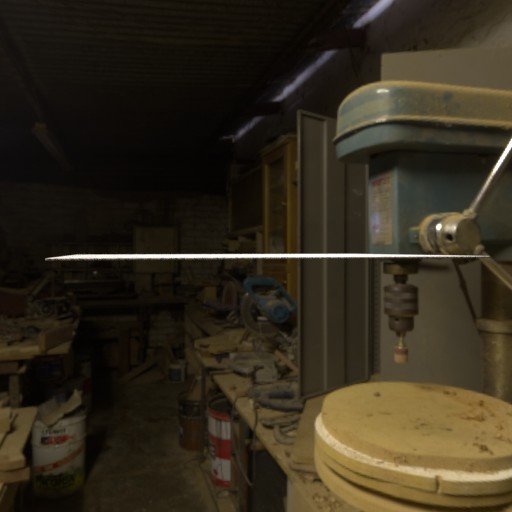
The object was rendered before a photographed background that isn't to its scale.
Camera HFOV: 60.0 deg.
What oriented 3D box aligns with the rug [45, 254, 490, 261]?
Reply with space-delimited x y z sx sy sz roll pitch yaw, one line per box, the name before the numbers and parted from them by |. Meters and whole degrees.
rug | 0.000 0.000 2.302 1.824 0.008 1.220 0 1 -17
